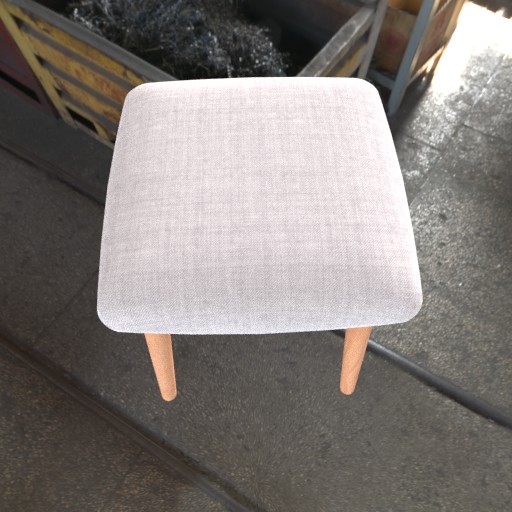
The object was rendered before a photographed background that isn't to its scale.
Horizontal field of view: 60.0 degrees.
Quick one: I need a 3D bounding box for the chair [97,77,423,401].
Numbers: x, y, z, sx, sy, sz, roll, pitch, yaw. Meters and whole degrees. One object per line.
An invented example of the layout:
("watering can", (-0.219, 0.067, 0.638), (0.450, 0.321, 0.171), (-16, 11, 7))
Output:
("chair", (0.000, 0.000, 0.679), (0.350, 0.440, 0.350), (-2, 63, -1))
